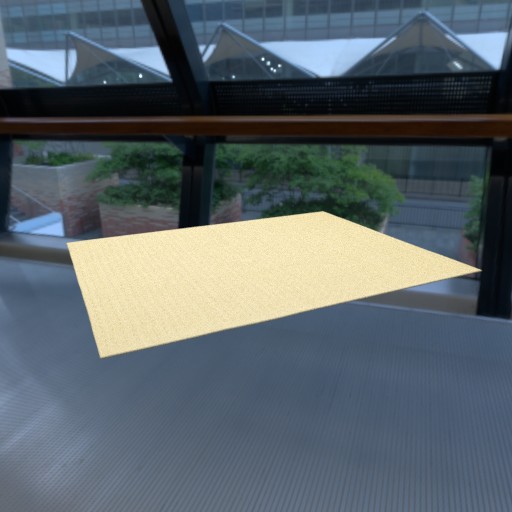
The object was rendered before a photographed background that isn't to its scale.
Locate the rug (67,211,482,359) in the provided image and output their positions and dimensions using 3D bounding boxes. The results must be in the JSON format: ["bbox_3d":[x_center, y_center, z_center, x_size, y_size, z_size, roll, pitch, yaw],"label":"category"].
[{"bbox_3d":[0.000,0.000,4.247,3.204,0.016,2.452,-9,21,-24],"label":"rug"}]
